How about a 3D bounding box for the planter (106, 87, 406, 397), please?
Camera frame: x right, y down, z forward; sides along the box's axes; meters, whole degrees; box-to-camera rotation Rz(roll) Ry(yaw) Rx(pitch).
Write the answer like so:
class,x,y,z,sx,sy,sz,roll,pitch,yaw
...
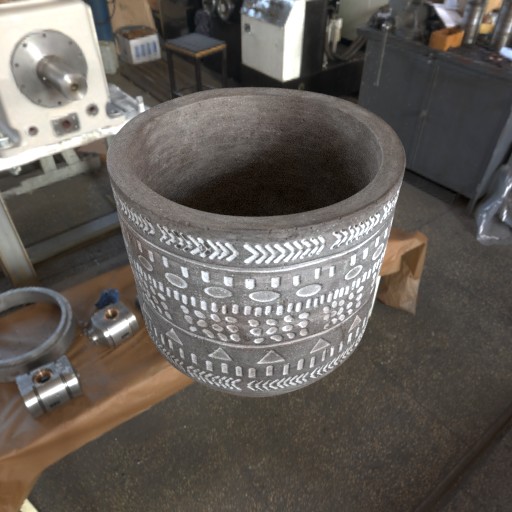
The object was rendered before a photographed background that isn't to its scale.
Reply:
class,x,y,z,sx,sy,sz,roll,pitch,yaw
planter,0.000,0.000,0.225,0.122,0.128,0.122,0,41,0
